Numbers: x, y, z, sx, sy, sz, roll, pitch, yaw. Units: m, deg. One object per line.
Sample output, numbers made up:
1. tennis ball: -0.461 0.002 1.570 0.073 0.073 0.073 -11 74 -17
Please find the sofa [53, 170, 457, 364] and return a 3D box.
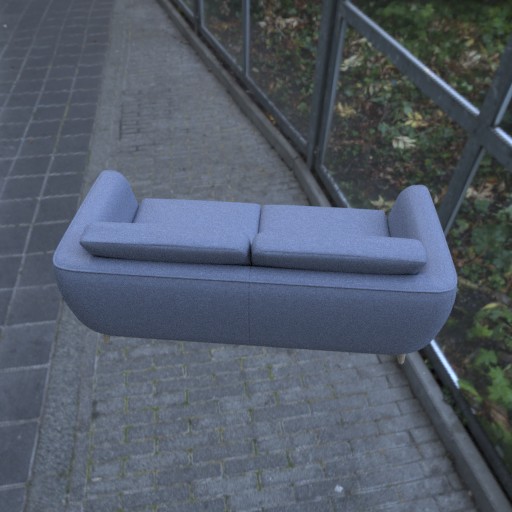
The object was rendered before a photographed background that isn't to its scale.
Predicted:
1. sofa: 0.000 0.000 2.569 2.000 0.870 0.920 3 46 3
